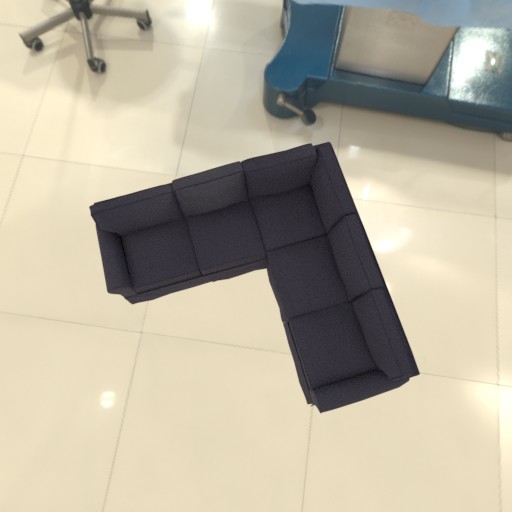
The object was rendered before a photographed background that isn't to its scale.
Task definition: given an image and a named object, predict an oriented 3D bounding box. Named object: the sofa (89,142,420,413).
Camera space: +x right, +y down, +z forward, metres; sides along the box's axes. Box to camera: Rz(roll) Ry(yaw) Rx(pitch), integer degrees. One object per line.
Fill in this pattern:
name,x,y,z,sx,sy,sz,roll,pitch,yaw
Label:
sofa,0.000,0.000,4.972,3.773,1.169,2.874,14,73,4
